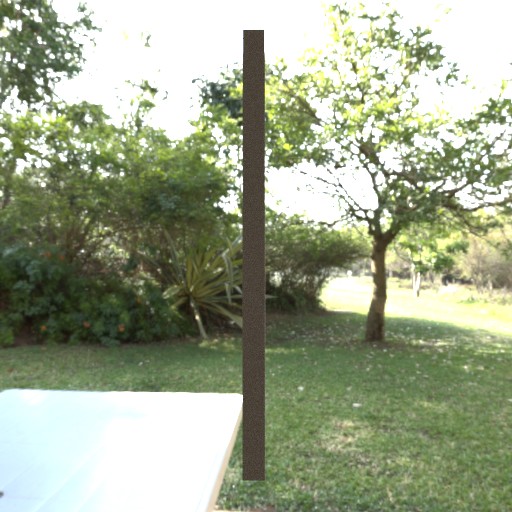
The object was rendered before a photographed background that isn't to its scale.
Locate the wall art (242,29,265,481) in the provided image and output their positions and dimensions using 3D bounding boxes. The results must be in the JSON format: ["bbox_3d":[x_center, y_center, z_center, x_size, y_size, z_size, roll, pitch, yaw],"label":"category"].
[{"bbox_3d":[0.000,0.000,1.128,0.038,0.761,0.763,0,-1,1],"label":"wall art"}]
